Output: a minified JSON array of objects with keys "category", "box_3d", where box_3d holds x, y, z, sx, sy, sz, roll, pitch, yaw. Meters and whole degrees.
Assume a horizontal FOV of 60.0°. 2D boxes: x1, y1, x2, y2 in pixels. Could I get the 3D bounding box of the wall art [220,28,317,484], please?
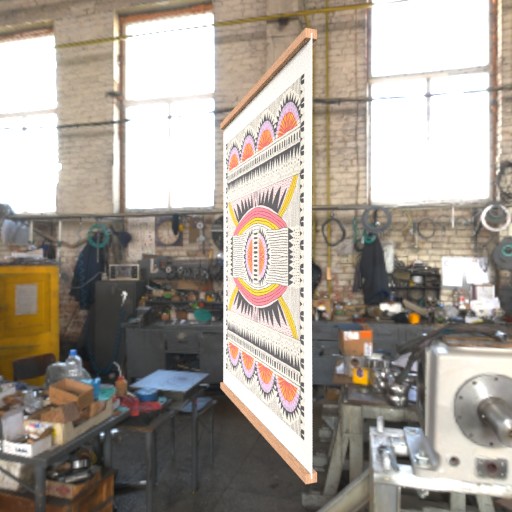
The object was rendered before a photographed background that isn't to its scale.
[{"category":"wall art","box_3d":[0.000,0.000,1.350,0.028,1.016,0.765,0,0,-19]}]
